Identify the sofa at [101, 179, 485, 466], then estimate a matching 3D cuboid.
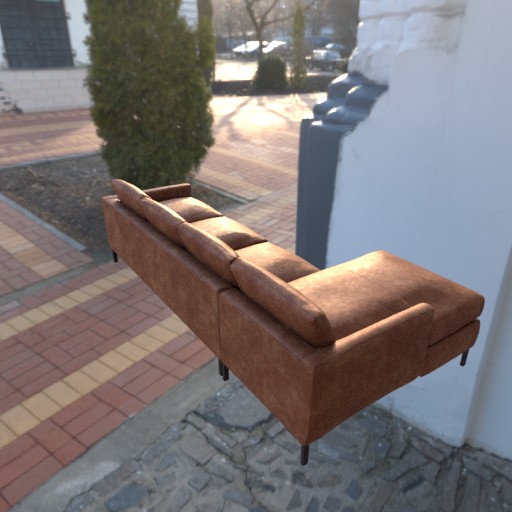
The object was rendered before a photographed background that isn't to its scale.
[{"bbox_3d":[0.000,0.000,3.504,1.471,0.859,2.993,-17,30,-31],"label":"sofa"}]
